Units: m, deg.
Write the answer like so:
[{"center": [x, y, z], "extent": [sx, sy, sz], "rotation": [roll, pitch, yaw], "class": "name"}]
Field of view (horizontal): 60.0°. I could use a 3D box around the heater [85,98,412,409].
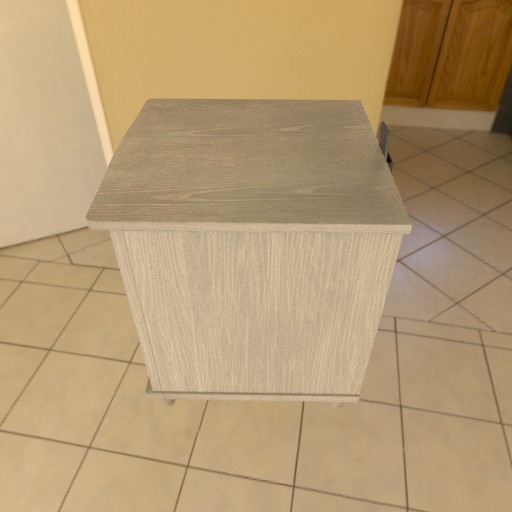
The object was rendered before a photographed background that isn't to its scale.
[{"center": [0.000, 0.000, 0.771], "extent": [0.400, 0.481, 0.362], "rotation": [1, 41, 1], "class": "heater"}]
